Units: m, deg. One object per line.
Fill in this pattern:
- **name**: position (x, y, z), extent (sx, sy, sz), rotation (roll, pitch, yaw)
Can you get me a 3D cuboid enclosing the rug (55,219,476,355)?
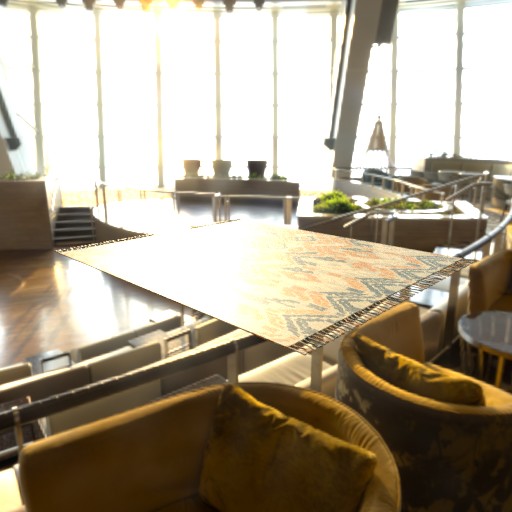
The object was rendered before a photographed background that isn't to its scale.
- **rug**: position (0.000, 0.000, 4.078), extent (3.048, 0.010, 2.439), rotation (14, 20, 42)
